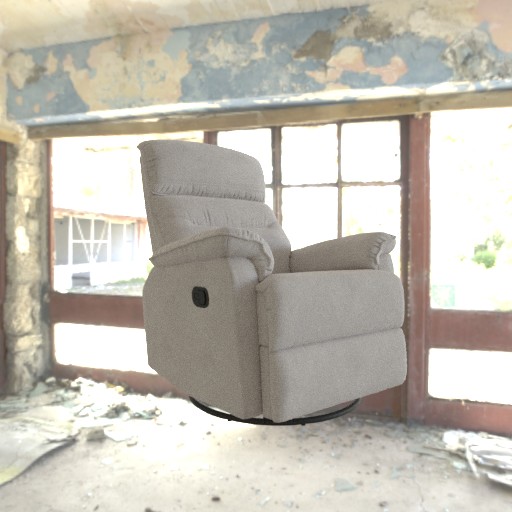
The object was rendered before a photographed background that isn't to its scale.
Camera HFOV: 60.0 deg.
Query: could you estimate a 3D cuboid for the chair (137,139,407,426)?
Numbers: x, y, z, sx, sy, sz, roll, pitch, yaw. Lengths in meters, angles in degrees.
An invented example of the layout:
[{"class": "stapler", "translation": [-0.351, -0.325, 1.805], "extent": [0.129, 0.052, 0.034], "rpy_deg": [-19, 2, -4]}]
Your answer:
[{"class": "chair", "translation": [0.000, 0.000, 1.763], "extent": [0.820, 1.039, 1.001], "rpy_deg": [-1, 2, -37]}]
